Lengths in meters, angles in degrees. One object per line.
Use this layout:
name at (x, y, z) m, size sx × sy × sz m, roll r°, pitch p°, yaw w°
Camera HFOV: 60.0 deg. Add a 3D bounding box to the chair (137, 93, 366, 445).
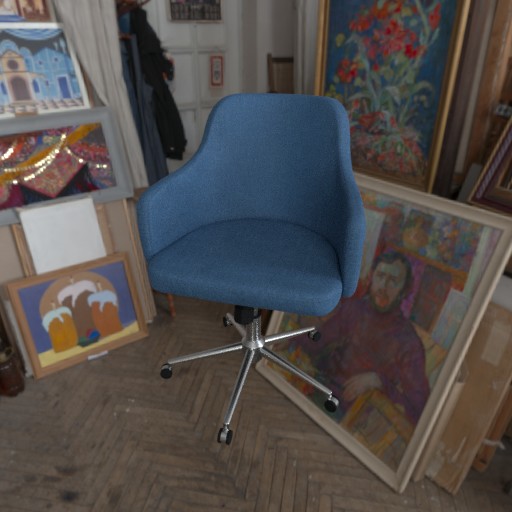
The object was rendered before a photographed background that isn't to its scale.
chair at (0.000, 0.000, 1.278) m, size 0.599 × 0.820 × 0.655 m, roll 7°, pitch 28°, yaw 14°
